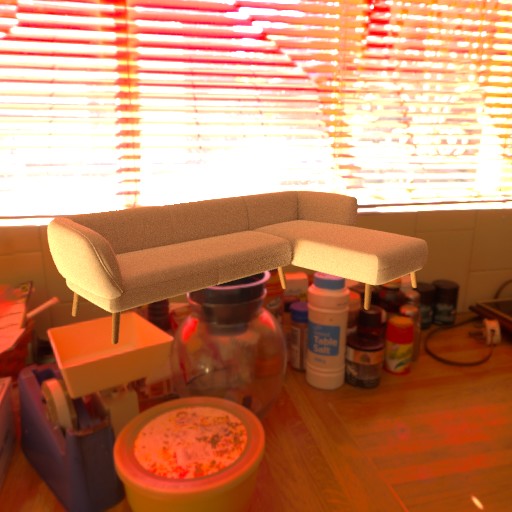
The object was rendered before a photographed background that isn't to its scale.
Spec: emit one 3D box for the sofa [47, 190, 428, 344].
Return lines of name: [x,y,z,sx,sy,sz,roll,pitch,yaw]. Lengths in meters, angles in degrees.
sofa: [0.000,0.000,3.403,2.660,0.730,1.610,-13,20,-42]
